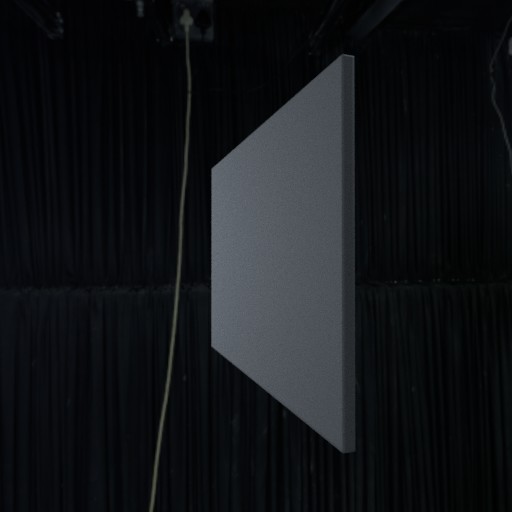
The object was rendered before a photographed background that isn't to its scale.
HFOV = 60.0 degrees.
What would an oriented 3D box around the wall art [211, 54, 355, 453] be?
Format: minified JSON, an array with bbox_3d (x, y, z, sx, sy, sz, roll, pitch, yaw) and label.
[{"bbox_3d":[0.000,0.000,1.192,0.049,0.659,0.964,0,-1,-17],"label":"wall art"}]
